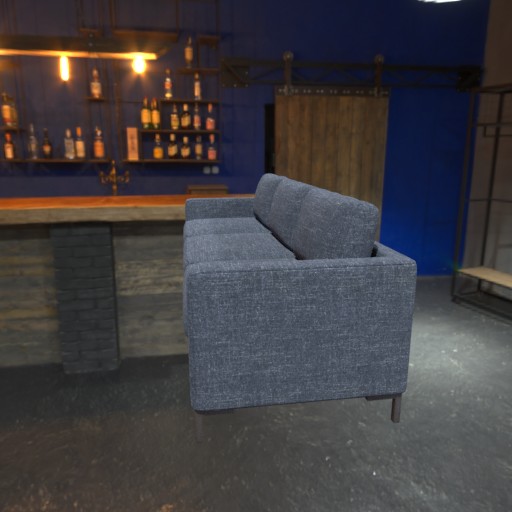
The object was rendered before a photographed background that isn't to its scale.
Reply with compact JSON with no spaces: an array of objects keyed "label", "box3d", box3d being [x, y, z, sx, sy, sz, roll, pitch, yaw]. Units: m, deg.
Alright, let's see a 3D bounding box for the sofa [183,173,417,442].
[{"label":"sofa","box3d":[0.000,0.000,2.651,0.859,0.874,2.218,-2,14,-9]}]
